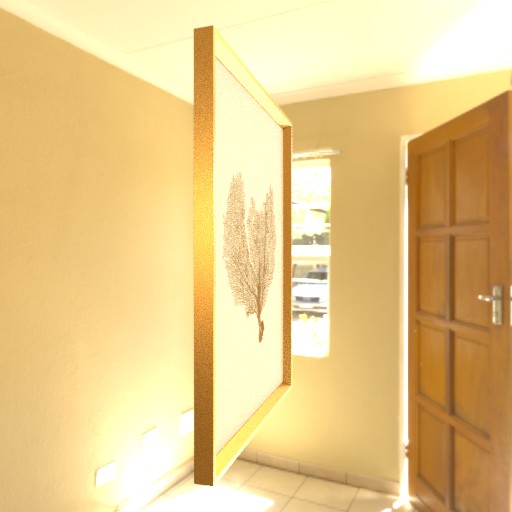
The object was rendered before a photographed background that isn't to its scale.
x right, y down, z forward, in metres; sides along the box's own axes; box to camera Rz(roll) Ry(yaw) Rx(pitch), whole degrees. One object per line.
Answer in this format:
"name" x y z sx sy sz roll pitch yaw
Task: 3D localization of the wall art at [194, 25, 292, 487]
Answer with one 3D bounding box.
"wall art" 0.000 0.000 1.075 0.038 0.812 0.610 0 0 18
